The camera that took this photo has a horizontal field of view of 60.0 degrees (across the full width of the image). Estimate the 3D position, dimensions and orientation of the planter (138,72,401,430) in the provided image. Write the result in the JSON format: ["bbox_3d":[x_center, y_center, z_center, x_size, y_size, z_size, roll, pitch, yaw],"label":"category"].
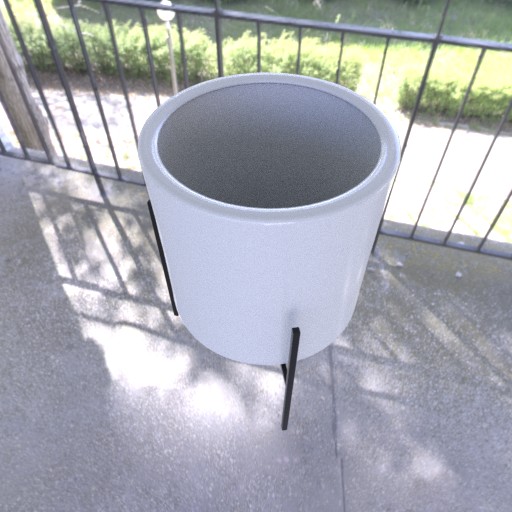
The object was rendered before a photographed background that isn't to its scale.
[{"bbox_3d":[0.000,0.000,0.739,0.361,0.480,0.360,12,49,10],"label":"planter"}]
